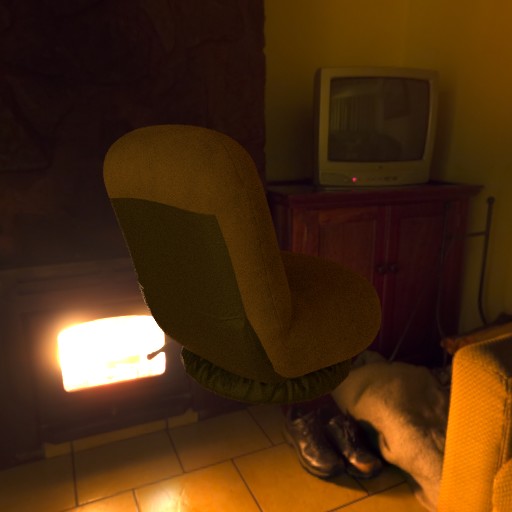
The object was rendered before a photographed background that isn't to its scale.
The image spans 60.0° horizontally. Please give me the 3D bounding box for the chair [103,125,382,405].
[{"bbox_3d":[0.000,0.000,1.068,0.597,0.594,0.521,-14,20,-43],"label":"chair"}]
